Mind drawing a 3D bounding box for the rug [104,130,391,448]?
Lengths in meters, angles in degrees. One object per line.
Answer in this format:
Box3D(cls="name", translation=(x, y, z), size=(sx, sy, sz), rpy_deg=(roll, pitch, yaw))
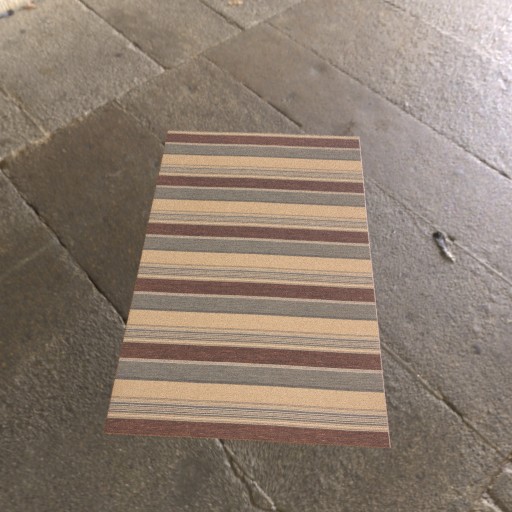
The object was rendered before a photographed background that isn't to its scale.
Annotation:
Box3D(cls="rug", translation=(0.000, 0.000, 2.348), size=(1.219, 0.008, 1.829), rpy_deg=(2, 59, 1))
